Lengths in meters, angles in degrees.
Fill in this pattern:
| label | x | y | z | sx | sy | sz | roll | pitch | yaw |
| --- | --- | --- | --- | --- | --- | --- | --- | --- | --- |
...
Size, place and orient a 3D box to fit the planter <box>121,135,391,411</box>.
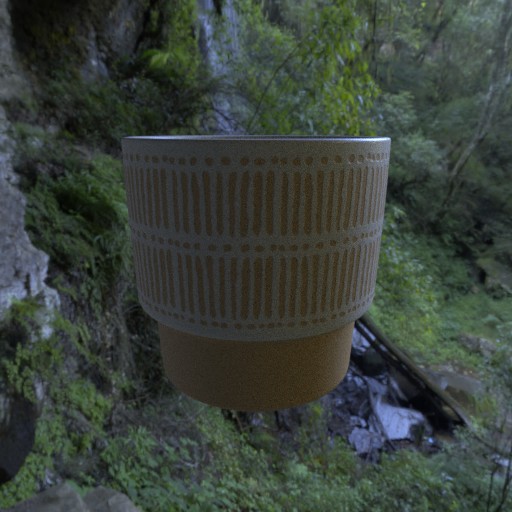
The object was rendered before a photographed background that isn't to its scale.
| label | x | y | z | sx | sy | sz | roll | pitch | yaw |
| --- | --- | --- | --- | --- | --- | --- | --- | --- | --- |
| planter | 0.000 | 0.000 | 0.582 | 0.317 | 0.303 | 0.317 | 0 | 16 | 0 |
